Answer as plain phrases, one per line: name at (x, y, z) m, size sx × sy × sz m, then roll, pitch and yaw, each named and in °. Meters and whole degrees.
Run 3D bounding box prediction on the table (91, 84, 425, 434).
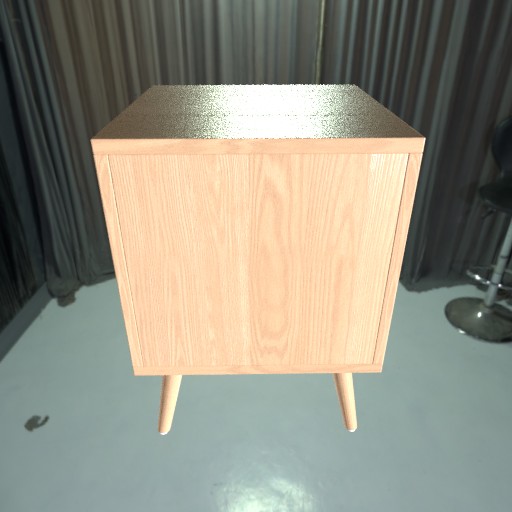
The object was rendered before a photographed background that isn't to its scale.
table at (0.000, 0.000, 0.838) m, size 0.400 × 0.550 × 0.400 m, roll -1°, pitch 30°, yaw -1°
